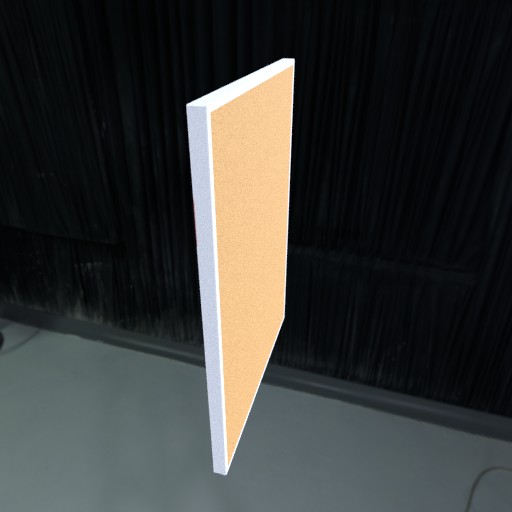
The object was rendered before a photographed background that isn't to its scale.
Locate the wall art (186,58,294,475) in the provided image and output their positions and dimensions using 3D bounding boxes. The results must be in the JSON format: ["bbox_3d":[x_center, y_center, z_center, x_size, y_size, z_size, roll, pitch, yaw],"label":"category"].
[{"bbox_3d":[0.000,0.000,1.600,0.046,1.221,0.914,8,31,14],"label":"wall art"}]
